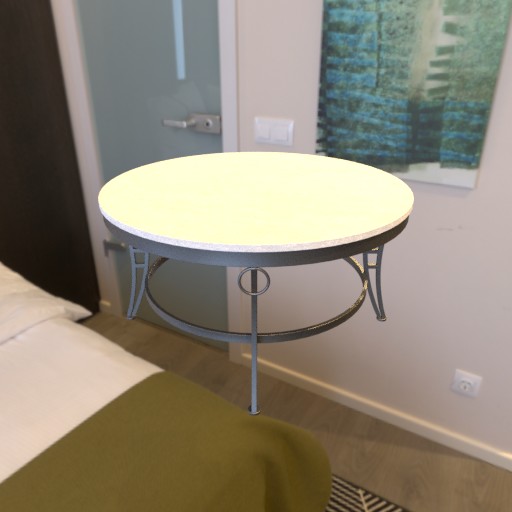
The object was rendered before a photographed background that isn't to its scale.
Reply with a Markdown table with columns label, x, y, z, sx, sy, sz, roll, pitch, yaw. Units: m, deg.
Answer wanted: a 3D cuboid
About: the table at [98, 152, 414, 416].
| label | x | y | z | sx | sy | sz | roll | pitch | yaw |
| --- | --- | --- | --- | --- | --- | --- | --- | --- | --- |
| table | 0.000 | 0.000 | 1.411 | 0.889 | 0.470 | 0.889 | 0 | 25 | 0 |
